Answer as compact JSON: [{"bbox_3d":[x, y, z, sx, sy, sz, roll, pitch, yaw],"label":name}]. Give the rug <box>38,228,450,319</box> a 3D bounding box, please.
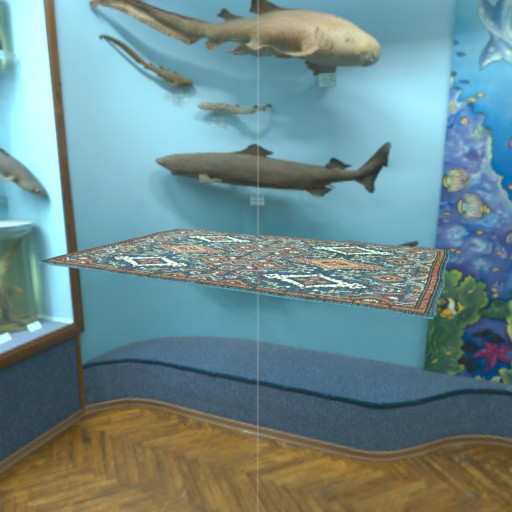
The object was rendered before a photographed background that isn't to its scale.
[{"bbox_3d":[0.000,0.000,2.338,1.847,0.014,1.195,6,14,25],"label":"rug"}]
